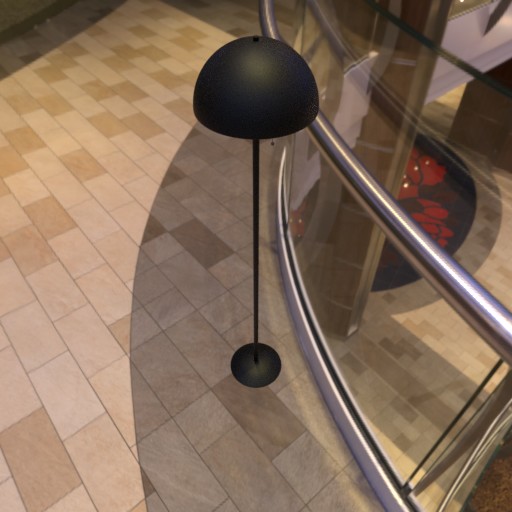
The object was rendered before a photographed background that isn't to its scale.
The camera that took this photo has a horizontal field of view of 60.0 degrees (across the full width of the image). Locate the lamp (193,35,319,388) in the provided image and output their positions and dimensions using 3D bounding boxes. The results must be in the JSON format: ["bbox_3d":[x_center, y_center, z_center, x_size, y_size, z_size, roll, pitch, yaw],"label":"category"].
[{"bbox_3d":[0.000,0.000,1.569,0.328,1.480,0.328,3,46,3],"label":"lamp"}]
